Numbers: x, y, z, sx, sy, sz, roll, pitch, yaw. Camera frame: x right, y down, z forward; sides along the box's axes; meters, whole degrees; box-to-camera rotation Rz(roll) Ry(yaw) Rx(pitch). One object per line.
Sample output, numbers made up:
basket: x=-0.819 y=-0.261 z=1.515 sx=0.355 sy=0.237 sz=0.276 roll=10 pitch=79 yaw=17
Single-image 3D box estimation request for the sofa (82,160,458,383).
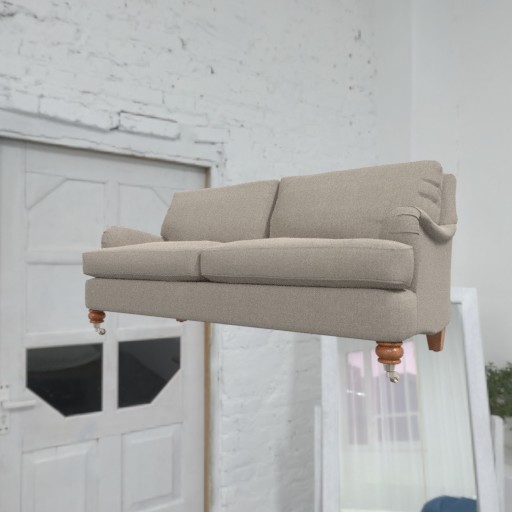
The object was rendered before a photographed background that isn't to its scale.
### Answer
sofa: x=0.000 y=0.000 z=2.733 sx=2.160 sy=1.054 sz=1.087 roll=0 pitch=-1 yaw=36
